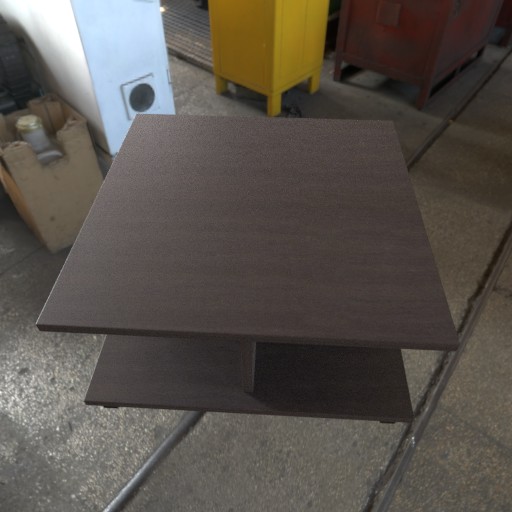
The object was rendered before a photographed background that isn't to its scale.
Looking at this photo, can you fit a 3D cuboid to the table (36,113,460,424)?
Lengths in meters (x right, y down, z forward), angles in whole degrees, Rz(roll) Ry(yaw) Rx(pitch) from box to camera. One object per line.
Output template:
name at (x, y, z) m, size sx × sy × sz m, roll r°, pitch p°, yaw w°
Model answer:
table at (0.000, 0.000, 1.196) m, size 0.762 × 0.396 × 0.762 m, roll 2°, pitch 47°, yaw 2°
